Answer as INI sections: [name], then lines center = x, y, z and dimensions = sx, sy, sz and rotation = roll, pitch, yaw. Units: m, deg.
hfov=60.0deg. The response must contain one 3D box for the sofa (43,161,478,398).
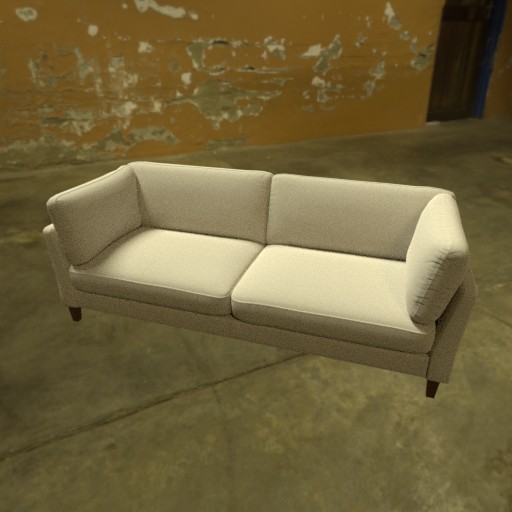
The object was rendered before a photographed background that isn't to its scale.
[sofa]
center = 0.000, 0.000, 2.678
dimensions = 2.301, 0.863, 0.957
rotation = 8, 27, 17
